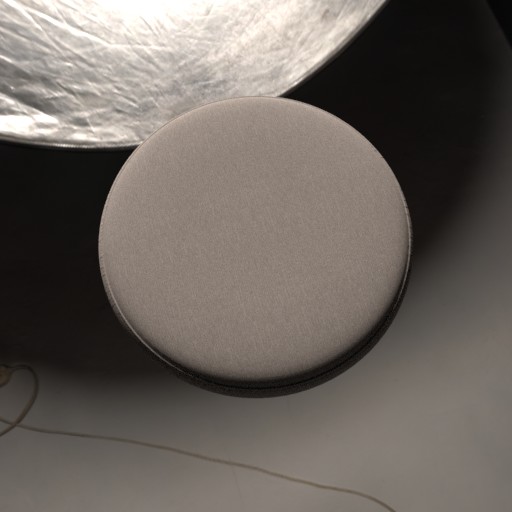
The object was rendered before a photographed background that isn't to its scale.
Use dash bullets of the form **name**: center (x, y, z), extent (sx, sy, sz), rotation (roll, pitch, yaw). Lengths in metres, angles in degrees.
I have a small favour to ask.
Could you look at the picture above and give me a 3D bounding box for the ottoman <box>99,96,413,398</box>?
- **ottoman**: center (0.000, 0.000, 1.008), extent (0.608, 0.433, 0.608), rotation (0, 74, 0)
